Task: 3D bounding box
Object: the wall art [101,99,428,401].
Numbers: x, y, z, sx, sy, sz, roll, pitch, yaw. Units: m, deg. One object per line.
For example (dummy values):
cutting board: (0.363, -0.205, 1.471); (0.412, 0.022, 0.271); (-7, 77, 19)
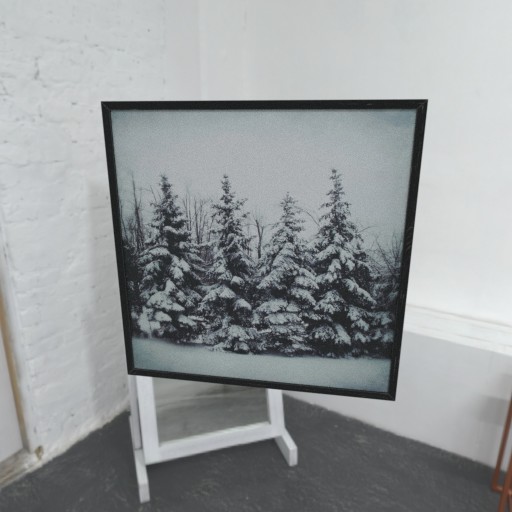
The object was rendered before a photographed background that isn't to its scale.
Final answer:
wall art: (0.000, 0.000, 1.149); (0.761, 0.761, 0.037); (3, 18, 9)
